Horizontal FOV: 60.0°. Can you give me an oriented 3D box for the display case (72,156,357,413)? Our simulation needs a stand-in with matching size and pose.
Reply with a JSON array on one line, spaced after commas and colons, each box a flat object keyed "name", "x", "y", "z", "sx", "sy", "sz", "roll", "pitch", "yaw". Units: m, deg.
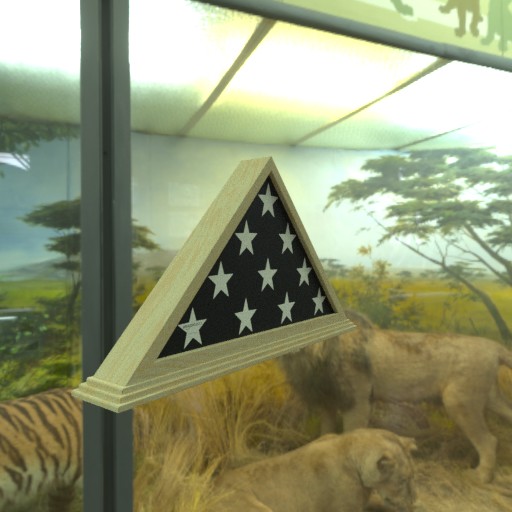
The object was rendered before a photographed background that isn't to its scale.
[{"name": "display case", "x": 0.000, "y": 0.000, "z": 0.776, "sx": 0.095, "sy": 0.340, "sz": 0.640, "roll": 1, "pitch": 2, "yaw": 37}]
